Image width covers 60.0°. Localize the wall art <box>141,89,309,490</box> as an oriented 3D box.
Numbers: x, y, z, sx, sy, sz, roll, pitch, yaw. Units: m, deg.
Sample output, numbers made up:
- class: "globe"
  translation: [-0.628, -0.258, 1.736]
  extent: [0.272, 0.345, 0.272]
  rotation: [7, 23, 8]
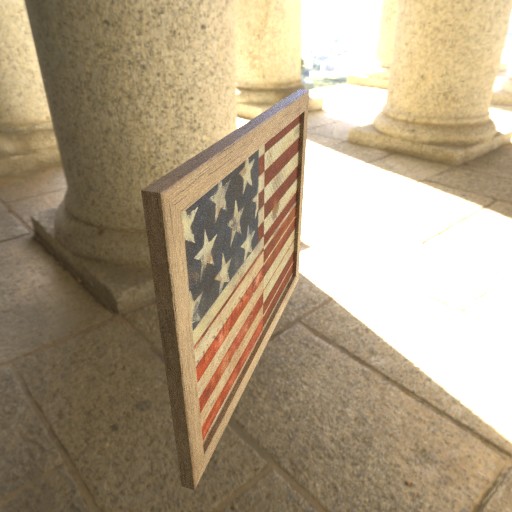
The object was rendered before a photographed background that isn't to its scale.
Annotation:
- class: "wall art"
  translation: [0.000, 0.000, 0.900]
  extent: [0.026, 0.535, 0.690]
  rotation: [10, 31, 17]
